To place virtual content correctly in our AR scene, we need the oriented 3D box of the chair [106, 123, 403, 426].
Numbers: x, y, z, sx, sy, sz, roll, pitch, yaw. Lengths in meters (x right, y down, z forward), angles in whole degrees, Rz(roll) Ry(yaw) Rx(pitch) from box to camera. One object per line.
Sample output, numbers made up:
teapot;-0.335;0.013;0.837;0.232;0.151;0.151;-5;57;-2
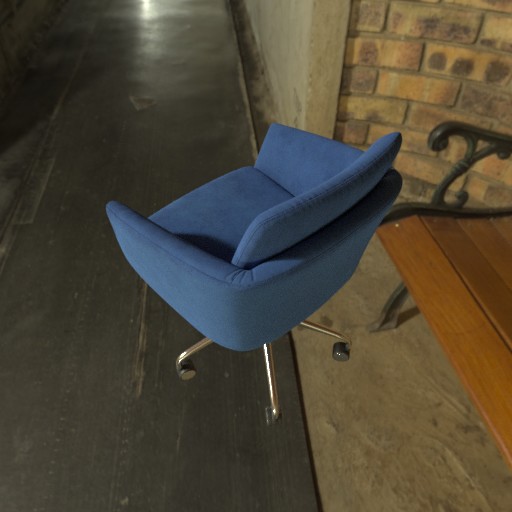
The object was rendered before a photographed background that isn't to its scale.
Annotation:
chair;0.000;0.000;1.335;0.641;0.908;0.635;-35;56;-28
